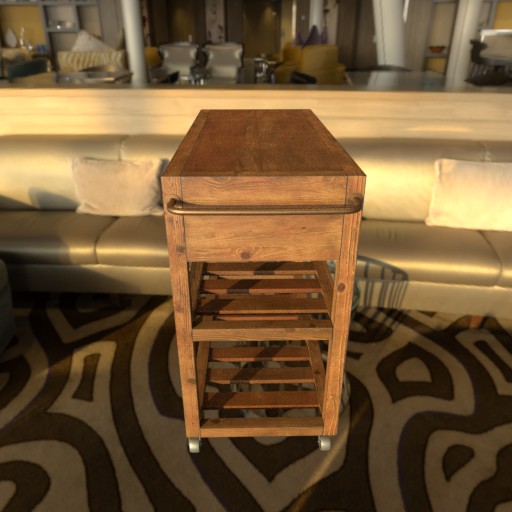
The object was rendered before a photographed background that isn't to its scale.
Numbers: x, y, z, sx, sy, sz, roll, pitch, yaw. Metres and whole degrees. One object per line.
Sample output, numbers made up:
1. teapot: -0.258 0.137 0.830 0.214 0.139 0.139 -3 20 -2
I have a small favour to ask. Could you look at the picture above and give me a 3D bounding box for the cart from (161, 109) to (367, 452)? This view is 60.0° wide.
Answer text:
1. cart: 0.000 0.000 1.516 0.445 0.830 1.065 -1 27 -1
